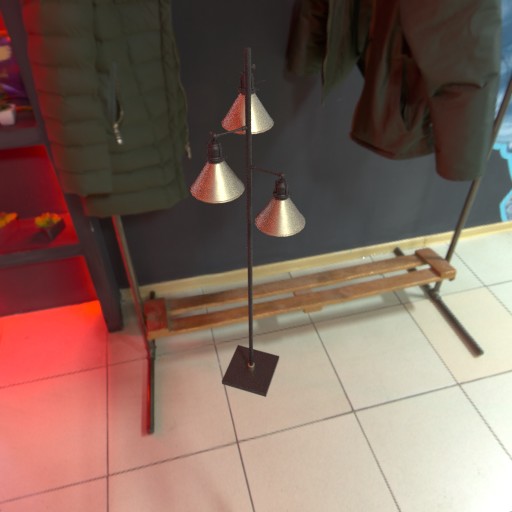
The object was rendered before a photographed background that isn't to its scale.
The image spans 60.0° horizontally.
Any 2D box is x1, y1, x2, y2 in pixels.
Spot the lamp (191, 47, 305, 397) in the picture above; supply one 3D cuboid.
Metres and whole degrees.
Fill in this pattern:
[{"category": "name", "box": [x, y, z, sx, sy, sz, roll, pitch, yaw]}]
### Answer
[{"category": "lamp", "box": [0.000, 0.000, 1.935, 0.415, 1.716, 0.428, 12, 43, 13]}]
